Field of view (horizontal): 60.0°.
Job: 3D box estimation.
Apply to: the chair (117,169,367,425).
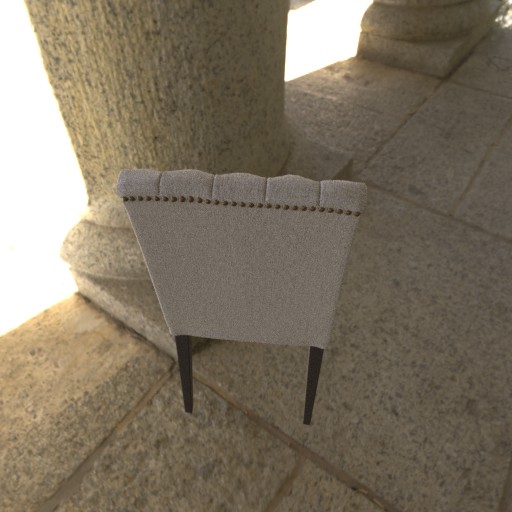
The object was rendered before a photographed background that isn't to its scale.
[{"bbox_3d":[0.000,0.000,1.396,0.511,1.016,0.647,4,46,4],"label":"chair"}]
